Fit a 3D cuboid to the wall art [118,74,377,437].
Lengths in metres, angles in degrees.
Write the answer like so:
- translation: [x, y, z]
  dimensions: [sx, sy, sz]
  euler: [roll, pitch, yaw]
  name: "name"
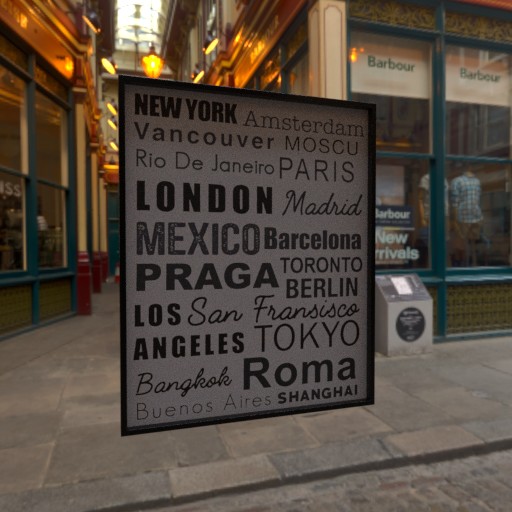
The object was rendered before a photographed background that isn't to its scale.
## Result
- translation: [0.000, 0.000, 0.760]
  dimensions: [0.448, 0.551, 0.038]
  euler: [0, 1, -18]
  name: "wall art"
